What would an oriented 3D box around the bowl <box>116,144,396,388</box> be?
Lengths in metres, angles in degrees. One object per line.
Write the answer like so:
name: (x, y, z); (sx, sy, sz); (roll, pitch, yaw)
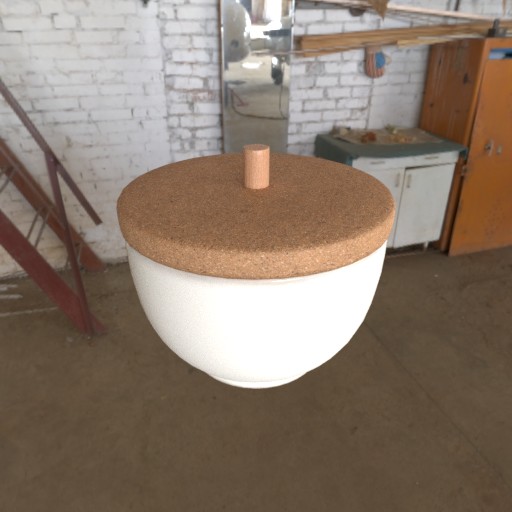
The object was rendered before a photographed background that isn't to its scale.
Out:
bowl: (0.000, 0.000, 0.224); (0.126, 0.110, 0.126); (0, 29, 0)
